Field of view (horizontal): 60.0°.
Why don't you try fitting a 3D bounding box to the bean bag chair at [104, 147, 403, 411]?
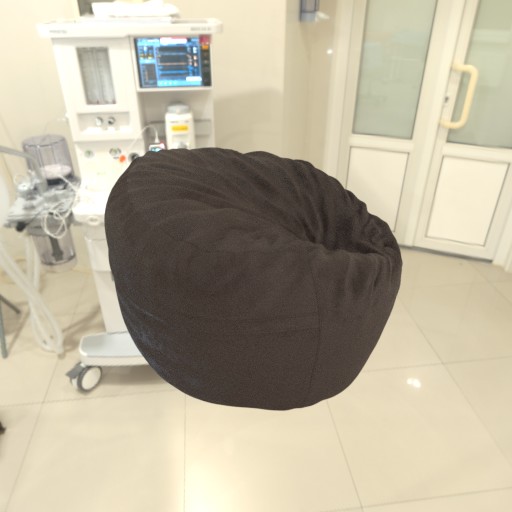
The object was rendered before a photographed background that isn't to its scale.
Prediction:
[{"bbox_3d":[0.000,0.000,1.988,1.245,0.821,1.245,0,32,0],"label":"bean bag chair"}]
